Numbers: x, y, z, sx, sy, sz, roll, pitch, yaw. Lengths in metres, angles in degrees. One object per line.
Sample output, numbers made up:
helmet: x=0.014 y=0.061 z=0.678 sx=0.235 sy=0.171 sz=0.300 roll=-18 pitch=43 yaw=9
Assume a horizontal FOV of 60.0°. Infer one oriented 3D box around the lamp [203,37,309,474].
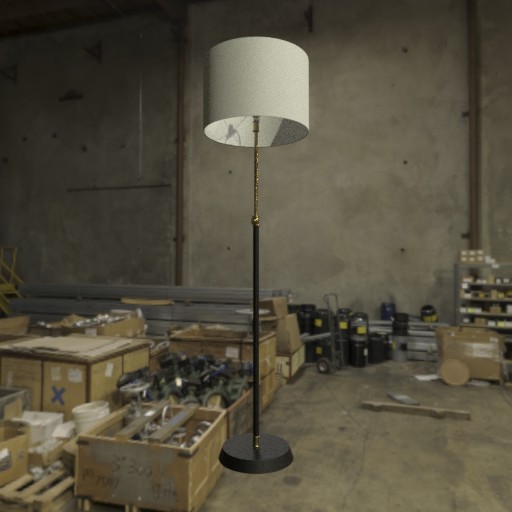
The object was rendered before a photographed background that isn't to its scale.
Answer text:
lamp: x=0.000 y=0.000 z=1.694 sx=0.404 sy=1.517 sz=0.404 roll=0 pitch=-1 yaw=18
